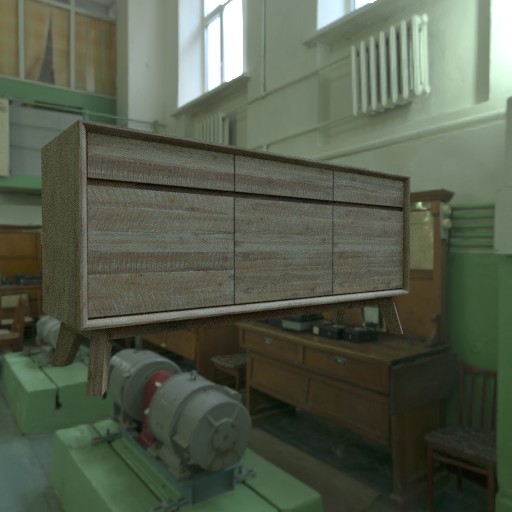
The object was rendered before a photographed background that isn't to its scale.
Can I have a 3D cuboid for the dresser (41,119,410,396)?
[{"bbox_3d":[0.000,0.000,1.912,1.602,0.788,0.455,-1,1,-38],"label":"dresser"}]
